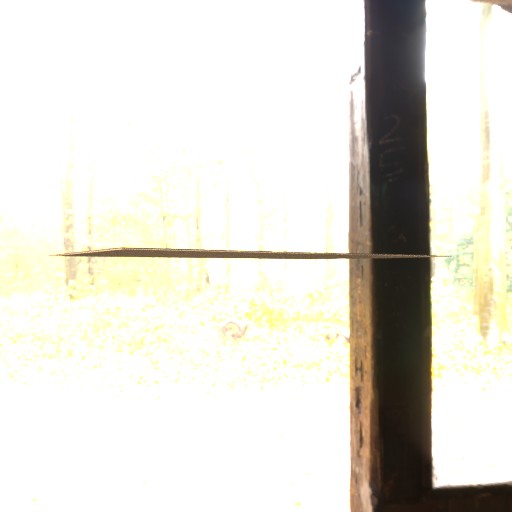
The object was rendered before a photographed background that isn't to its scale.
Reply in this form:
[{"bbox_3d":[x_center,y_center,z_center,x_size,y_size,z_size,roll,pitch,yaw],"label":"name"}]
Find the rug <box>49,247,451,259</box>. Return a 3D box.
[{"bbox_3d":[0.000,0.000,3.142,2.438,0.008,1.523,1,-2,-35],"label":"rug"}]
